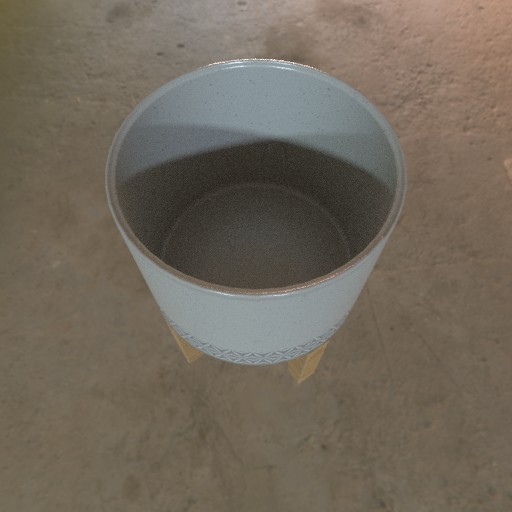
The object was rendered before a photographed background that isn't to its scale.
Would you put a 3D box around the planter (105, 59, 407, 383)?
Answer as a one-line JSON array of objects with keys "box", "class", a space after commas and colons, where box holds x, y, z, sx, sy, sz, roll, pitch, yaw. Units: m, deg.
[{"box": [0.000, 0.000, 0.270, 0.130, 0.178, 0.130, 0, 62, 0], "class": "planter"}]
